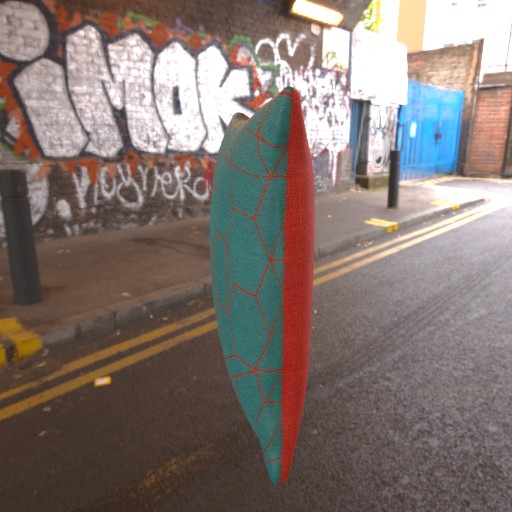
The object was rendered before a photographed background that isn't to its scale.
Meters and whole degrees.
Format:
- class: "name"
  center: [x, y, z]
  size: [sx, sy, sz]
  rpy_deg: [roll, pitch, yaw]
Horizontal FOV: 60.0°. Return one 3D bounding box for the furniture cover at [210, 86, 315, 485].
- class: "furniture cover"
  center: [0.000, 0.000, 0.775]
  size: [0.158, 0.508, 0.517]
  rpy_deg: [-2, 15, -8]
